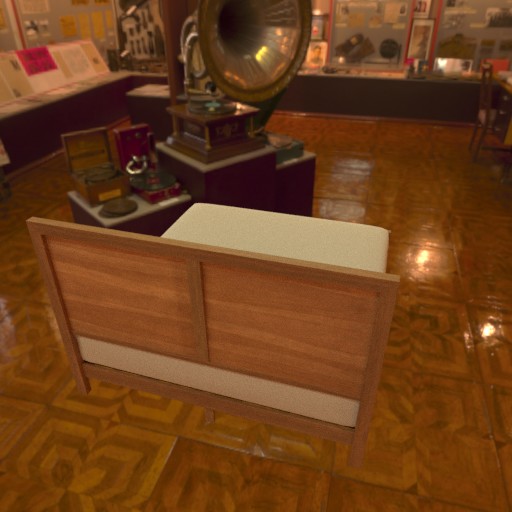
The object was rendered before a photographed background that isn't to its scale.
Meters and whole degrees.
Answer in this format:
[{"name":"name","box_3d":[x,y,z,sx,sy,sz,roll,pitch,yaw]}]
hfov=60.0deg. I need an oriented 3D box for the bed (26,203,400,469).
[{"name":"bed","box_3d":[0.000,0.000,3.463,2.003,1.387,2.184,9,33,14]}]
